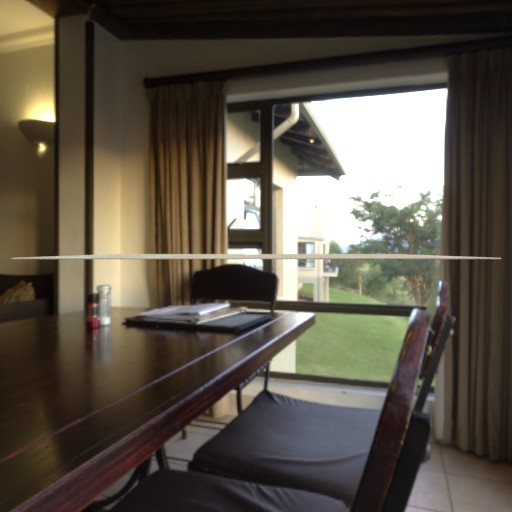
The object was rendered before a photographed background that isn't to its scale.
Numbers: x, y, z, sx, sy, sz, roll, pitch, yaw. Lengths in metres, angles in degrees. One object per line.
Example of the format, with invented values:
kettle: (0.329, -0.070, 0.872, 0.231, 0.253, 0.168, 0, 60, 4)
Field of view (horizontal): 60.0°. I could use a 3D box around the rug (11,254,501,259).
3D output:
rug: (0.000, 0.000, 2.828, 2.286, 0.006, 1.524, 0, 1, 0)
